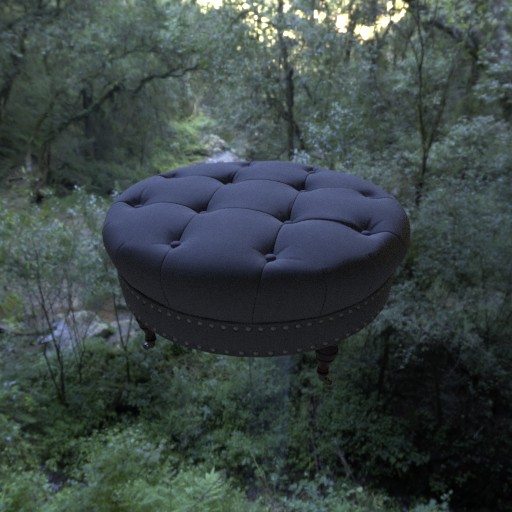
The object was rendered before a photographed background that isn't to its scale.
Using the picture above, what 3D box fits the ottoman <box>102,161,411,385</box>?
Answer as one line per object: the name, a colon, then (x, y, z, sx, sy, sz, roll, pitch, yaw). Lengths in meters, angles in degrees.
ottoman: (0.000, 0.000, 1.421, 0.901, 0.439, 0.901, 0, 29, 0)
